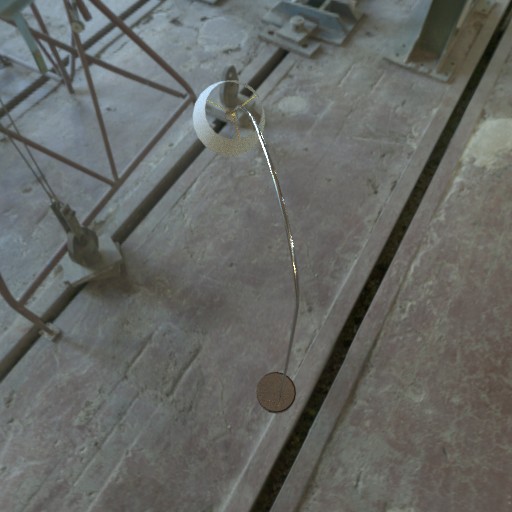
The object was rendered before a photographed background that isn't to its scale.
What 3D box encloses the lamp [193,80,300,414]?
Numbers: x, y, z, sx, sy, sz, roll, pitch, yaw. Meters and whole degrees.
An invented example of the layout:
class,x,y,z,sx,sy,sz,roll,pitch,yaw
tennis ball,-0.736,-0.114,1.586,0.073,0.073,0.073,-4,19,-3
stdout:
class,x,y,z,sx,sy,sz,roll,pitch,yaw
lamp,0.000,0.000,2.683,0.406,2.098,1.445,-13,60,-8
